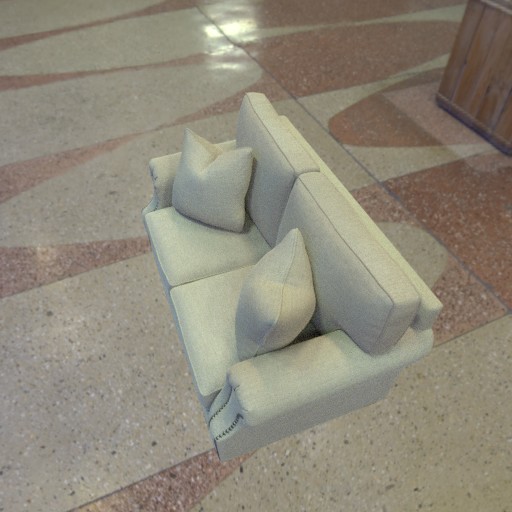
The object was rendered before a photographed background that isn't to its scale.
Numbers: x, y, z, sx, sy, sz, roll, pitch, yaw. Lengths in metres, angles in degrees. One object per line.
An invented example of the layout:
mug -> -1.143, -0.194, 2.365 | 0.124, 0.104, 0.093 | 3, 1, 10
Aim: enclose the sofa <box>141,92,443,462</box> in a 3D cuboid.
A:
sofa -> 0.000, 0.000, 2.277 | 0.966, 0.966, 1.701 | -16, 49, -14
